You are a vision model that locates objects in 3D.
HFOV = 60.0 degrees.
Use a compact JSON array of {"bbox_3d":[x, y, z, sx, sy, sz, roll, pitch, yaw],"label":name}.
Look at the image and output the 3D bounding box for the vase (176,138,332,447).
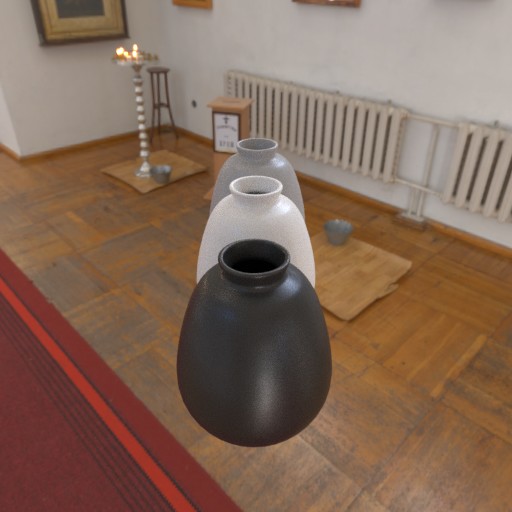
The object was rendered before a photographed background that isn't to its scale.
[{"bbox_3d":[0.000,0.000,0.357,0.097,0.122,0.297,0,31,1],"label":"vase"}]
